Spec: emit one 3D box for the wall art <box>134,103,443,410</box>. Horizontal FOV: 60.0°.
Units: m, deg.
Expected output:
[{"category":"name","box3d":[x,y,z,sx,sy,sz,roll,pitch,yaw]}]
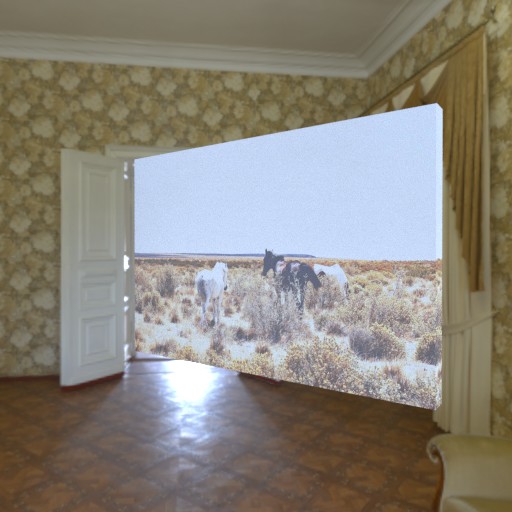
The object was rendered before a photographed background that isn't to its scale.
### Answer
[{"category":"wall art","box3d":[0.000,0.000,1.164,0.914,0.610,0.050,0,1,36]}]
